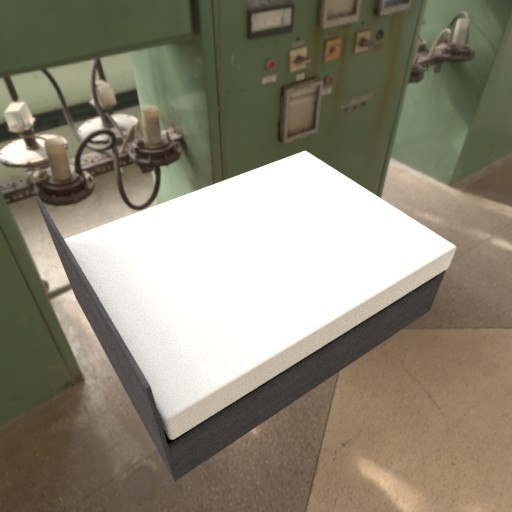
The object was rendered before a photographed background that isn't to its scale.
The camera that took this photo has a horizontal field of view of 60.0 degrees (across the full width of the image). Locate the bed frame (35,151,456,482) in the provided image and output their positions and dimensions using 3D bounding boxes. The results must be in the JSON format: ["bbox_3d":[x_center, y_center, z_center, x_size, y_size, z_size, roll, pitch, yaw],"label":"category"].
[{"bbox_3d":[0.000,0.000,2.612,1.900,0.800,1.400,-25,48,-25],"label":"bed frame"}]
